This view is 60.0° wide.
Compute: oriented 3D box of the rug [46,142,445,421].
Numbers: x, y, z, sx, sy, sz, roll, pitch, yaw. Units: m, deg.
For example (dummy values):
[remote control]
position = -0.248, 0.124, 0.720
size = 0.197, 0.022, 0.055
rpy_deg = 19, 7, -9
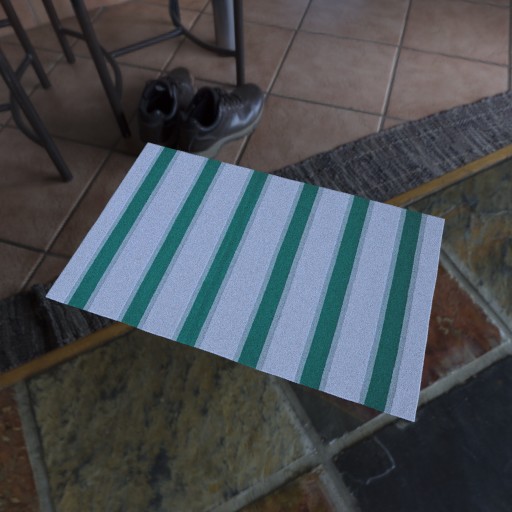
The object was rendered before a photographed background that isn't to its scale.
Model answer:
[rug]
position = 0.000, 0.000, 3.112
size = 2.436, 0.015, 1.521
rpy_deg = 16, 60, 10
